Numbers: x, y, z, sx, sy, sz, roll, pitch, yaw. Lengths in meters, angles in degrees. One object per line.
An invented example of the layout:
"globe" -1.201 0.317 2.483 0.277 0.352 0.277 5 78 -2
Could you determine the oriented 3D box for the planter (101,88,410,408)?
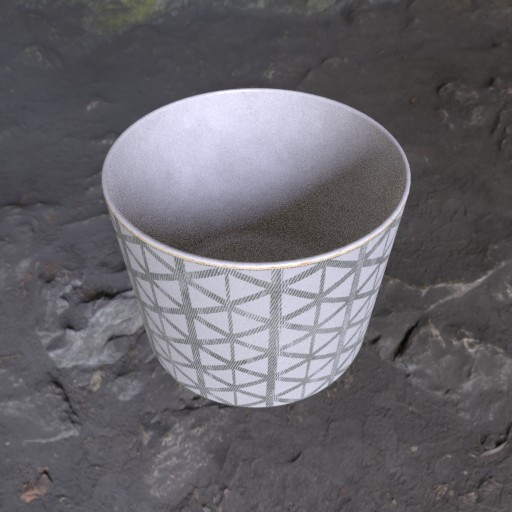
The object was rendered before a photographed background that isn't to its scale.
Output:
"planter" 0.000 0.000 0.344 0.190 0.181 0.190 0 46 0
